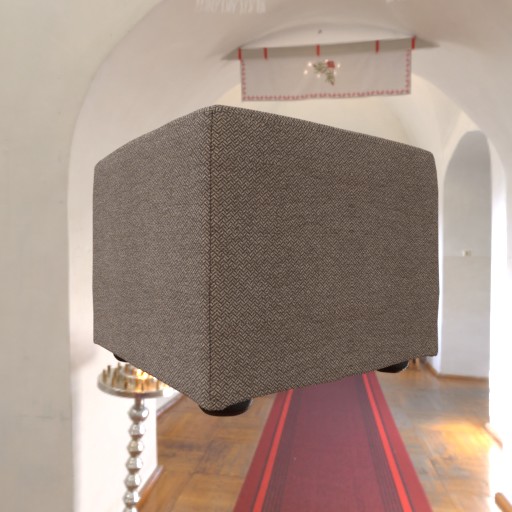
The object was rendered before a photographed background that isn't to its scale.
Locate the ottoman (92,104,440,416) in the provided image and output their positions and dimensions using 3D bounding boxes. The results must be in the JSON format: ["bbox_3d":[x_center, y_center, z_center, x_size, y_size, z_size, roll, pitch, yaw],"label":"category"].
[{"bbox_3d":[0.000,0.000,0.900,0.519,0.453,0.512,-1,1,-36],"label":"ottoman"}]
